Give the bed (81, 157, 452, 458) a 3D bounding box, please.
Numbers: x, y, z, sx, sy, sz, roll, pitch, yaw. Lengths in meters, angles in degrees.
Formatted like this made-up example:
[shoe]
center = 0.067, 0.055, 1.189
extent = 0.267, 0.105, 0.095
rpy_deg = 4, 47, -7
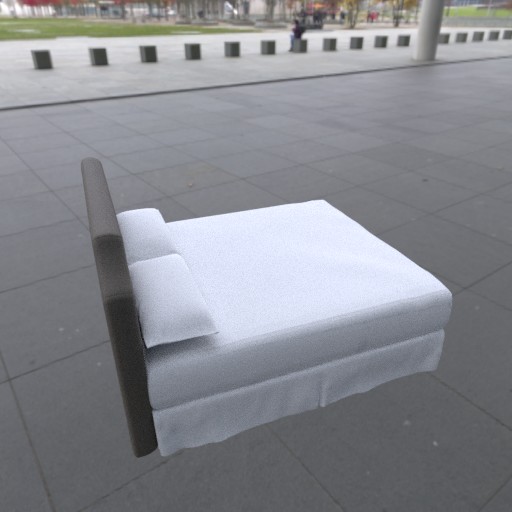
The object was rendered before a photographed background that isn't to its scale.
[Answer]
[bed]
center = 0.000, 0.000, 3.817
extent = 2.536, 1.561, 2.194
rpy_deg = -11, 31, -19
